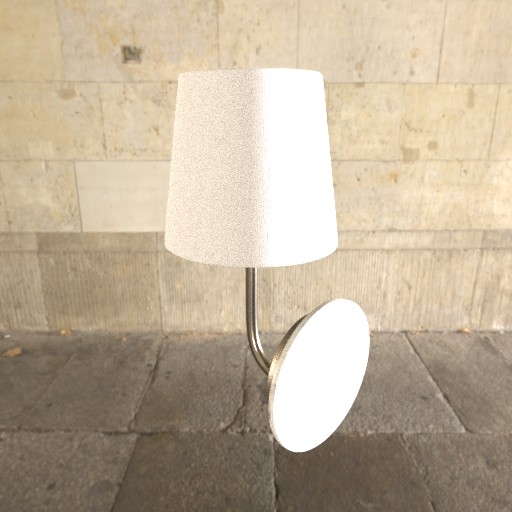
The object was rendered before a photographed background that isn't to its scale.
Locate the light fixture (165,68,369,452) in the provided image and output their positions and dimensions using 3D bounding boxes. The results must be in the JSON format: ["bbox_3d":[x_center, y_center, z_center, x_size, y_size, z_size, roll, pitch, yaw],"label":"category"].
[{"bbox_3d":[0.000,0.000,0.443,0.168,0.337,0.188,-17,24,-42],"label":"light fixture"}]
